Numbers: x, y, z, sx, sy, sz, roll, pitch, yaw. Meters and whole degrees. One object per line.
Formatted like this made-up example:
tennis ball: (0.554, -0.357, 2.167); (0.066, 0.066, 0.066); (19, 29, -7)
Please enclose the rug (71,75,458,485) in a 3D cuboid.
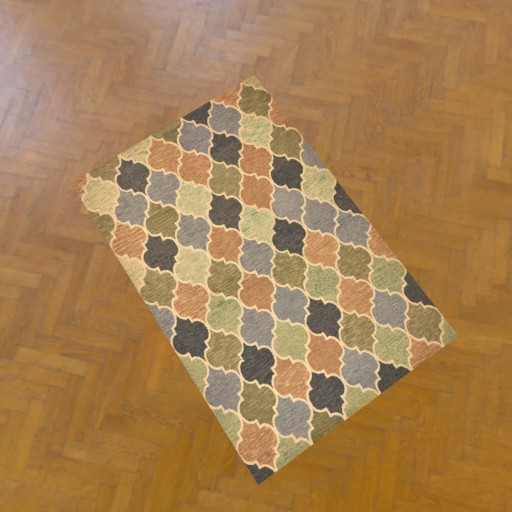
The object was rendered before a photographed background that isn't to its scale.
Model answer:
rug: (0.000, 0.000, 2.332); (1.216, 0.006, 1.828); (-33, 78, -8)
